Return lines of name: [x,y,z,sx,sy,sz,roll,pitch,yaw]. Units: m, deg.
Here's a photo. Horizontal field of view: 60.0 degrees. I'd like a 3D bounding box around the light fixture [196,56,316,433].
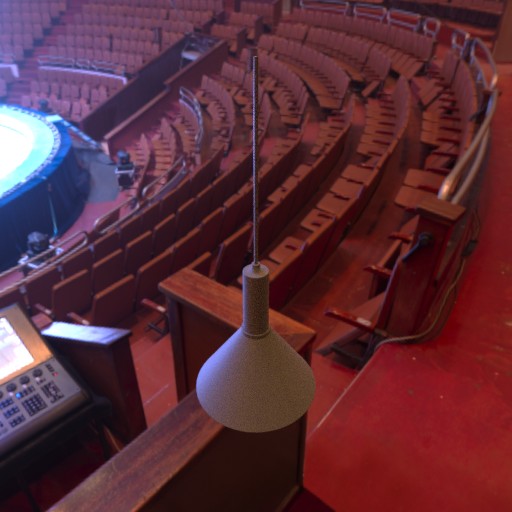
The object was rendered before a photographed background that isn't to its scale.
light fixture: [0.000,0.000,0.826,0.267,0.683,0.267,22,38,32]
